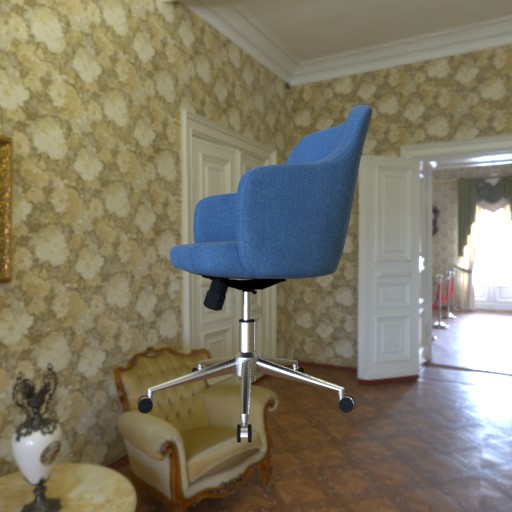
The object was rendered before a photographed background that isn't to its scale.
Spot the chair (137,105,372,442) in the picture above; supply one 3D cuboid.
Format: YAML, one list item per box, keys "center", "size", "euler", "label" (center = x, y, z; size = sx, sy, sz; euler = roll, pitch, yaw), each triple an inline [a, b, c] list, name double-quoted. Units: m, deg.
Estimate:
- center: [0.000, 0.000, 1.265]
  size: [0.655, 0.820, 0.599]
  euler: [0, 0, -18]
  label: "chair"
